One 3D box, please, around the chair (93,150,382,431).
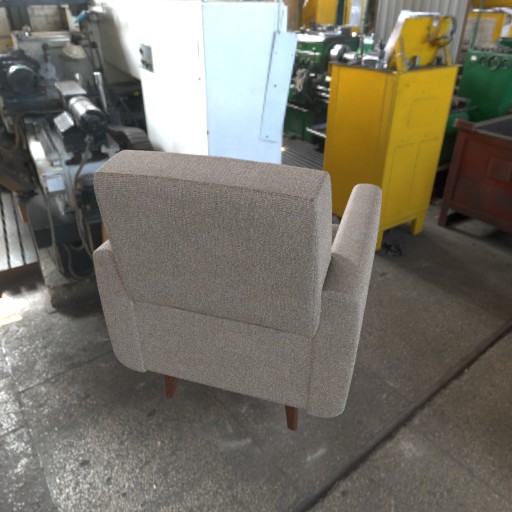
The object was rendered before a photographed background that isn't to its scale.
[{"bbox_3d":[0.000,0.000,1.670,0.845,0.968,0.942,9,32,15],"label":"chair"}]
